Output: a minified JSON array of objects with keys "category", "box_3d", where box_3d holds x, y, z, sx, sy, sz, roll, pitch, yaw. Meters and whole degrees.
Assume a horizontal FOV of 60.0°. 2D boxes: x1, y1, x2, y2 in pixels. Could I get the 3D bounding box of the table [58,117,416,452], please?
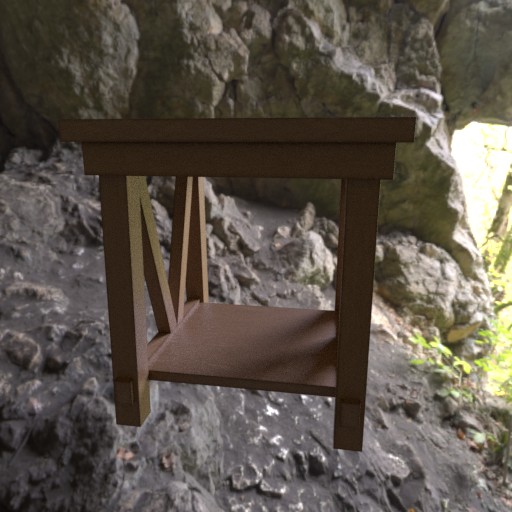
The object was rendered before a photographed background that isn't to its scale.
[{"category":"table","box_3d":[0.000,0.000,1.112,0.610,0.638,0.612,3,15,9]}]
